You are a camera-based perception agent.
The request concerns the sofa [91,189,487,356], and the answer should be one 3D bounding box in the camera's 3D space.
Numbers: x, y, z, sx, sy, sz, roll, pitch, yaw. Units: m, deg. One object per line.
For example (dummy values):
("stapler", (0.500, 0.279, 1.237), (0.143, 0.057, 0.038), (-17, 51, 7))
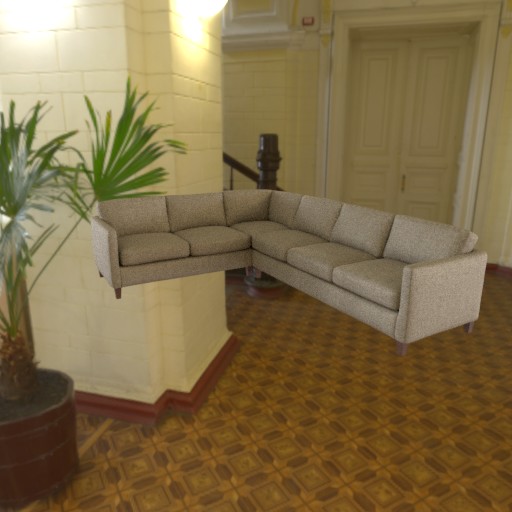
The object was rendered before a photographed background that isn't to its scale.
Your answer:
("sofa", (0.000, 0.000, 4.429), (2.593, 0.947, 3.302), (-9, 18, -29))
